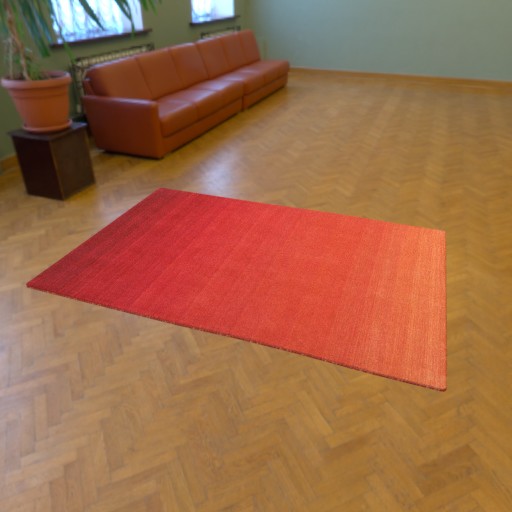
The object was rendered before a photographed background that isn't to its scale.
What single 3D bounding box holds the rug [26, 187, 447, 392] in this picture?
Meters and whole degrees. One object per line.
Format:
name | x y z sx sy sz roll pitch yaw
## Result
rug | 0.000 0.000 2.275 1.835 0.018 1.230 11 33 17
